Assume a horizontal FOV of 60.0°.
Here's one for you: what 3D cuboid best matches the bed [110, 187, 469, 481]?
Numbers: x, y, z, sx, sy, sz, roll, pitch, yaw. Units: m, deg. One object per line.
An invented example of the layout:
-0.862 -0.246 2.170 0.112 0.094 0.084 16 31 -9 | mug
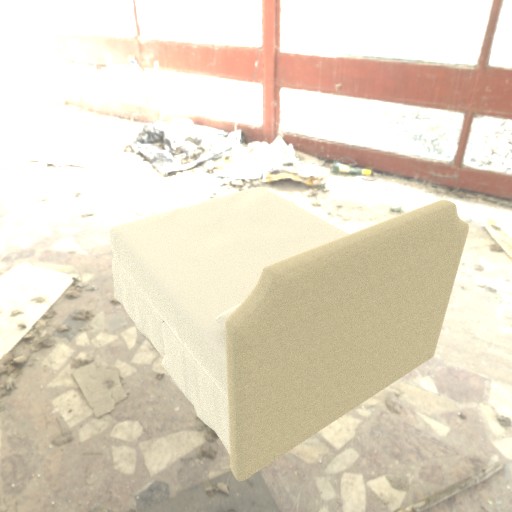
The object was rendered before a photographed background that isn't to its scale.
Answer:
0.000 0.000 3.210 1.693 1.290 2.116 -20 37 -29 | bed
